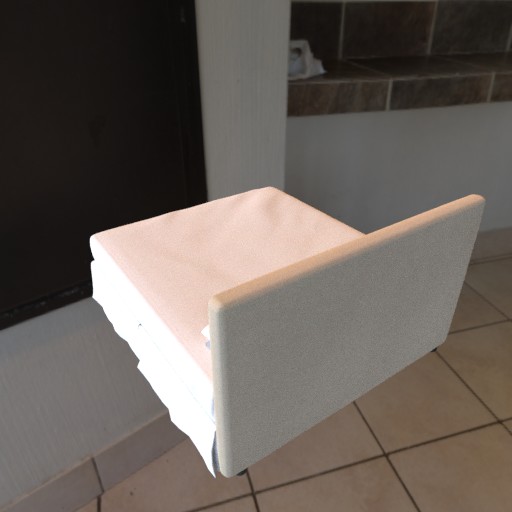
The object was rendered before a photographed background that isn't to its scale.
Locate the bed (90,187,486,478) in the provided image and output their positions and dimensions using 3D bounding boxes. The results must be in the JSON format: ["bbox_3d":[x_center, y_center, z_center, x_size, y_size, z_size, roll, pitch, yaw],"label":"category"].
[{"bbox_3d":[0.000,0.000,3.490,2.119,1.317,2.319,-20,36,-29],"label":"bed"}]
